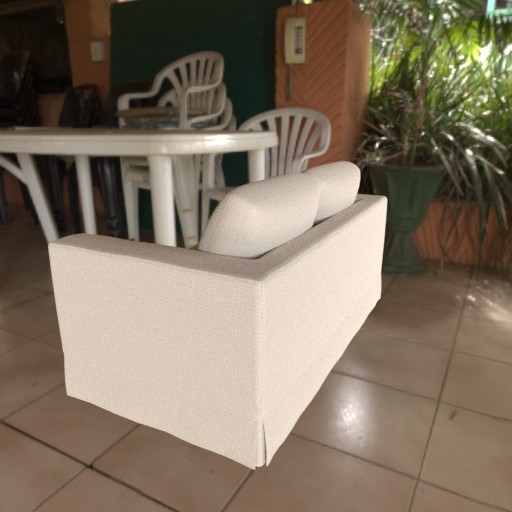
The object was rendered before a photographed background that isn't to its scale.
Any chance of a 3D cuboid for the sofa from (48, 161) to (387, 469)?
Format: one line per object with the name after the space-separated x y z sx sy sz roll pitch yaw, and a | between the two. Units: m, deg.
0.000 0.000 2.386 1.009 0.932 1.813 9 19 26 | sofa
